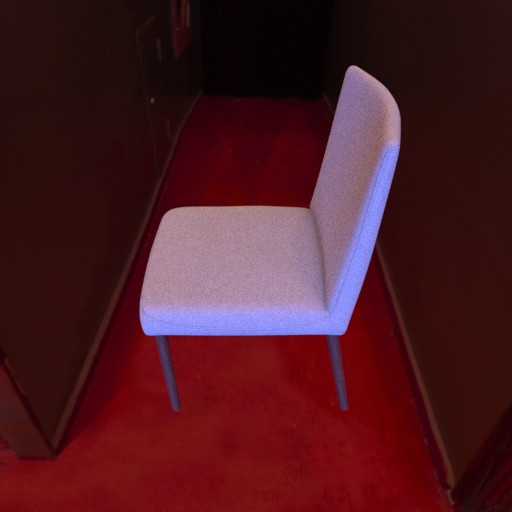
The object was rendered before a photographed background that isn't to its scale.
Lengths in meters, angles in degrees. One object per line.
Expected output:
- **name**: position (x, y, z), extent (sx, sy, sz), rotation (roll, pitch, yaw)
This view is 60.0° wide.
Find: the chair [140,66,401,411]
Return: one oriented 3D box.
- **chair**: position (0.000, 0.000, 1.176), extent (0.570, 0.859, 0.456), rotation (0, 40, 0)
